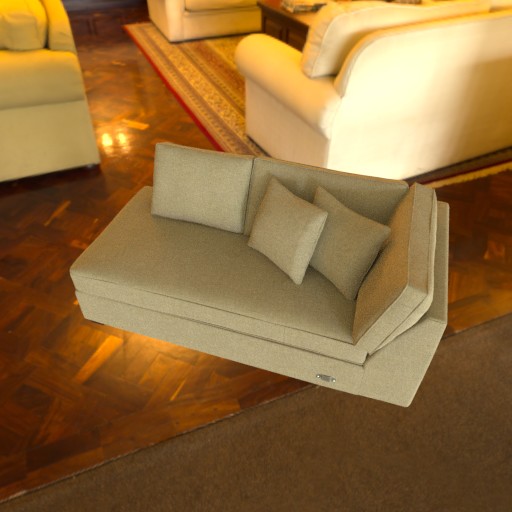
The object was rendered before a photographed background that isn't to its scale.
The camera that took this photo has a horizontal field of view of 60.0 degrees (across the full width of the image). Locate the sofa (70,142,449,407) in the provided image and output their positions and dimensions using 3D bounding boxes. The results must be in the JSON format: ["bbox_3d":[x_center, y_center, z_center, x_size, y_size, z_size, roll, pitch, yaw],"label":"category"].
[{"bbox_3d":[0.000,0.000,2.904,2.238,1.019,1.110,12,43,14],"label":"sofa"}]
